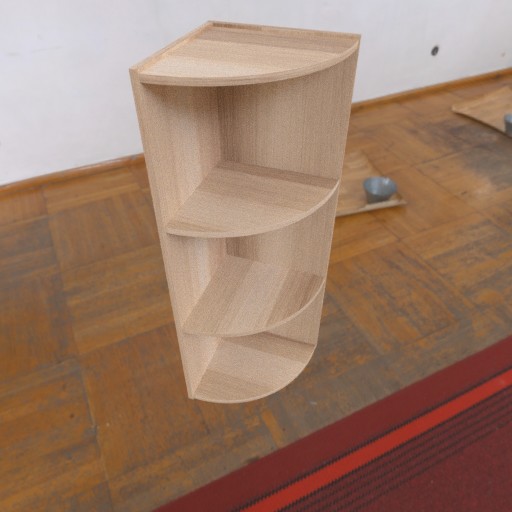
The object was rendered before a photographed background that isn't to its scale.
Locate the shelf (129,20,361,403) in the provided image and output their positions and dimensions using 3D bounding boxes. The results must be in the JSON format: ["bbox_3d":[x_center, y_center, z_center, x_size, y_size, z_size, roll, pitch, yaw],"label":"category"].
[{"bbox_3d":[0.000,0.000,0.993,0.290,0.872,0.290,13,43,14],"label":"shelf"}]
